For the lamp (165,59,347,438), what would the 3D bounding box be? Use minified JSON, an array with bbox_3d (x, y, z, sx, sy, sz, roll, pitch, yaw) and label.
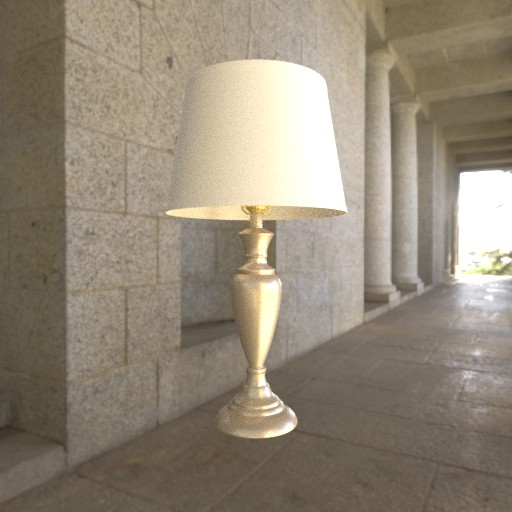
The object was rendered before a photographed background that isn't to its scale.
[{"bbox_3d":[0.000,0.000,0.816,0.328,0.612,0.328,0,1,0],"label":"lamp"}]
